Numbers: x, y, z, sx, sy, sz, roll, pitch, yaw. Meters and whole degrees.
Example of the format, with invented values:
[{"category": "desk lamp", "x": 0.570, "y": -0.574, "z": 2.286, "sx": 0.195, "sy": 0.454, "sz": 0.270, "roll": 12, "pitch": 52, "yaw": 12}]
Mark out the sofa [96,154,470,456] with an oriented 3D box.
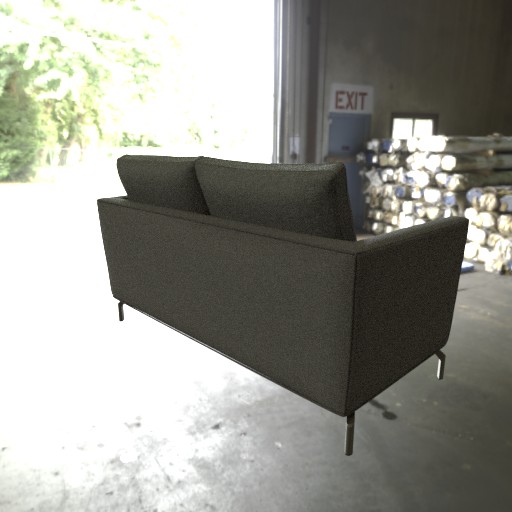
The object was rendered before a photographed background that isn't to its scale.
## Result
[{"category": "sofa", "x": 0.000, "y": 0.000, "z": 2.063, "sx": 0.803, "sy": 0.924, "sz": 1.594, "roll": -14, "pitch": 20, "yaw": -42}]
